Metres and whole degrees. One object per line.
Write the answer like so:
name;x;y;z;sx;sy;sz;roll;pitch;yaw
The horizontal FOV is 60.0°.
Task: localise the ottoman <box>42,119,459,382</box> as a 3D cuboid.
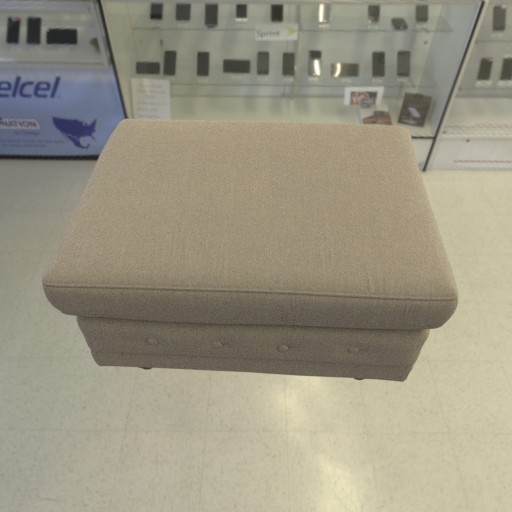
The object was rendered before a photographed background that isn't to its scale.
ottoman;0.000;0.000;1.117;0.771;0.500;0.569;2;48;2
